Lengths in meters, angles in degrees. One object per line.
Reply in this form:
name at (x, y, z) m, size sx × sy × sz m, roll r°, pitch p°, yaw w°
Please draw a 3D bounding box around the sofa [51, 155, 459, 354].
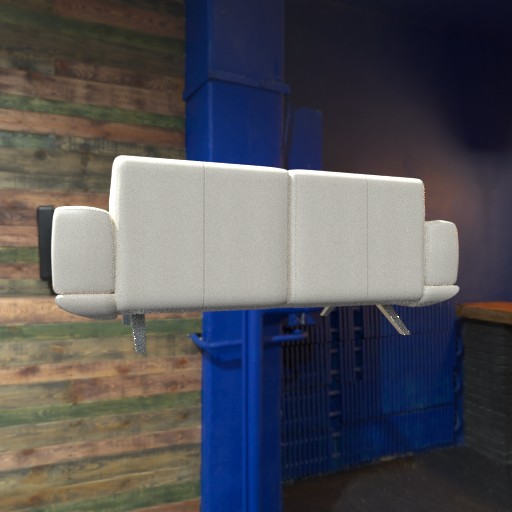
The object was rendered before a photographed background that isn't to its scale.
sofa at (0.000, 0.000, 2.337) m, size 1.901 × 0.772 × 0.900 m, roll 0°, pitch -1°, yaw -20°
